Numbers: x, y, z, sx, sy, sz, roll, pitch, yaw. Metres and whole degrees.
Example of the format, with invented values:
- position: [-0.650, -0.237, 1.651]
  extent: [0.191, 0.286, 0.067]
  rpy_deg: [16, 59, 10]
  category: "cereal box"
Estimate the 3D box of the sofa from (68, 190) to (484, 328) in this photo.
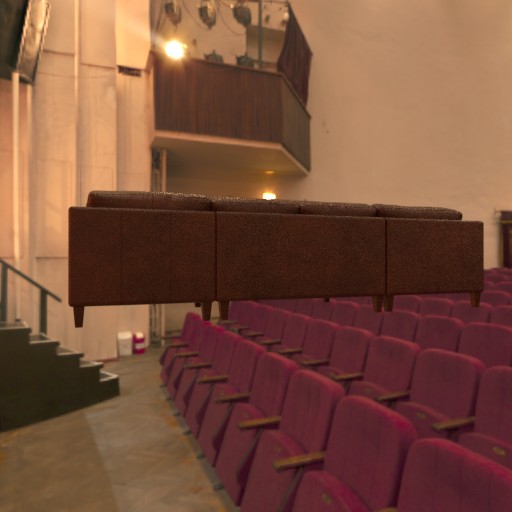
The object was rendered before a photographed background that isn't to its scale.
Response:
- position: [0.000, 0.000, 4.409]
  extent: [3.324, 0.891, 2.452]
  rpy_deg: [0, 0, -20]
  category: "sofa"
